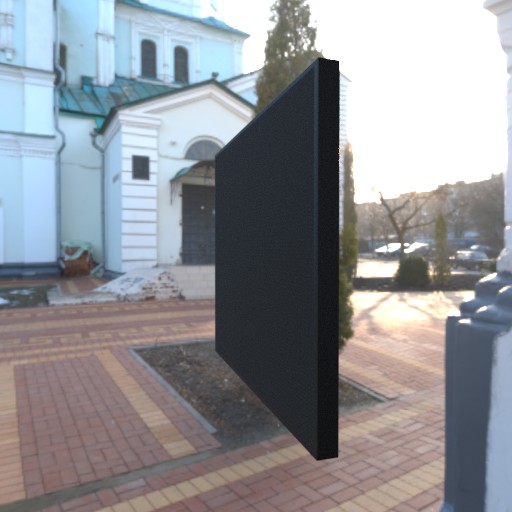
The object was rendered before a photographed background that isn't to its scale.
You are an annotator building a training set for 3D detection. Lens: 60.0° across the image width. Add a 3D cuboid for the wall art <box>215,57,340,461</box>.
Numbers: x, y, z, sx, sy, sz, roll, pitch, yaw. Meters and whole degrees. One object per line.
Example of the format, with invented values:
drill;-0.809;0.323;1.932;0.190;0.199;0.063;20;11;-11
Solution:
wall art;0.000;0.000;0.772;0.029;0.458;0.559;0;1;-17
